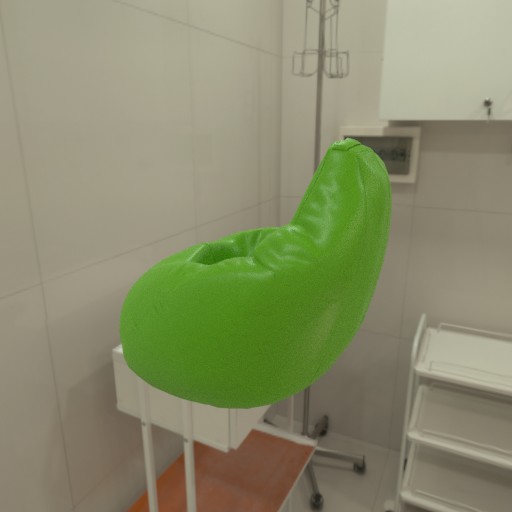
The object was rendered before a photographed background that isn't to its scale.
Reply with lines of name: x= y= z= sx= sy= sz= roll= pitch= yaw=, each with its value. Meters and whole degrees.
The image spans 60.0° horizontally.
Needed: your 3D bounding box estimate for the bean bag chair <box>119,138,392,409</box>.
bean bag chair: x=0.000 y=0.000 z=1.903 sx=1.070 sy=0.990 sz=1.070 roll=8 pitch=18 yaw=24
